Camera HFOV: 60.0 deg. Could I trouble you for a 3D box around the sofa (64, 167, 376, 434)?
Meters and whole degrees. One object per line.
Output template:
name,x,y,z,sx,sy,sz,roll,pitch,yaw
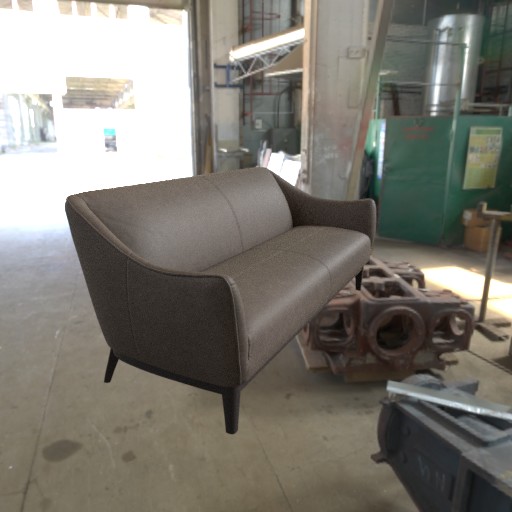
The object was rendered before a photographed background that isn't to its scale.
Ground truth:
sofa,0.000,0.000,2.408,0.869,0.831,1.928,8,17,27
